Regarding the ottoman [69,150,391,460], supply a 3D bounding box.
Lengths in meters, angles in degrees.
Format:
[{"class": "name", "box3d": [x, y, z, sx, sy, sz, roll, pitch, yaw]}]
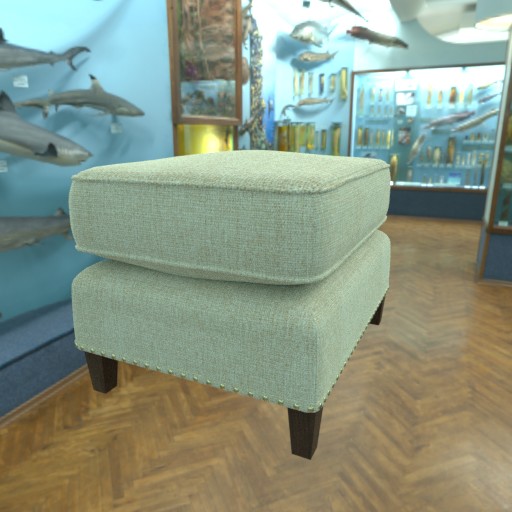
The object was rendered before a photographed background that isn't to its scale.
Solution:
[{"class": "ottoman", "box3d": [0.000, 0.000, 1.154, 0.589, 0.537, 0.738, 7, 17, 25]}]
